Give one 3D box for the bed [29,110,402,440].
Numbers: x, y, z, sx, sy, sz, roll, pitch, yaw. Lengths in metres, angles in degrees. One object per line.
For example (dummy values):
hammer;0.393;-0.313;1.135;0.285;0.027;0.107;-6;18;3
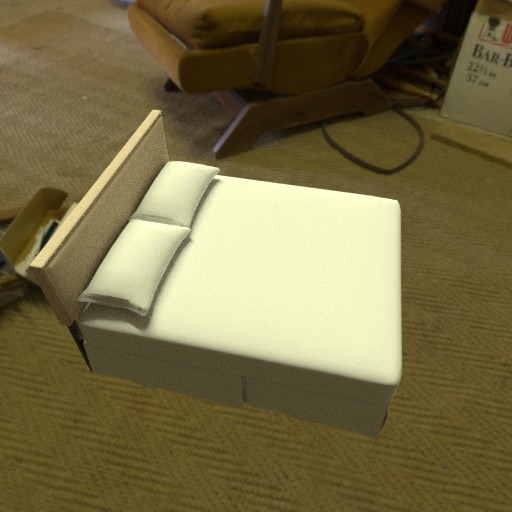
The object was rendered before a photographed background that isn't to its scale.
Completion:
bed;0.000;0.000;2.867;1.876;1.016;1.616;9;47;9
